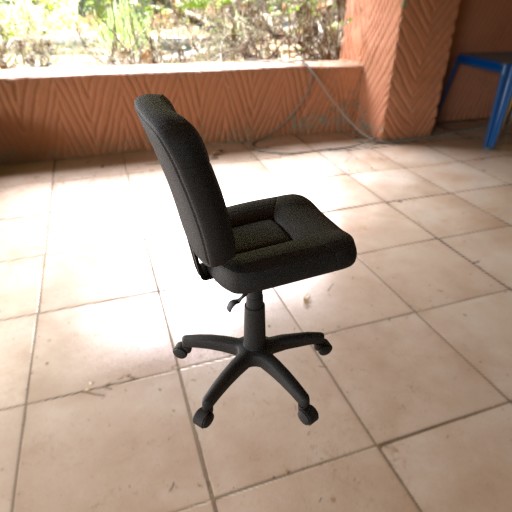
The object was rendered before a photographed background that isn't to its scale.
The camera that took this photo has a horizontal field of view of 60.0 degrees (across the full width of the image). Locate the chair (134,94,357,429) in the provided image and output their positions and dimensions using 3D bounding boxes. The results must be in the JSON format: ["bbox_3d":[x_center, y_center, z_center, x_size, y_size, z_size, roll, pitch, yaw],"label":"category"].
[{"bbox_3d":[0.000,0.000,1.390,0.610,0.972,0.610,-10,32,-17],"label":"chair"}]
